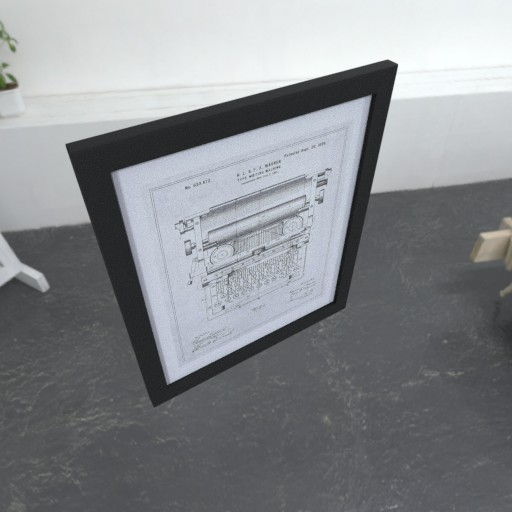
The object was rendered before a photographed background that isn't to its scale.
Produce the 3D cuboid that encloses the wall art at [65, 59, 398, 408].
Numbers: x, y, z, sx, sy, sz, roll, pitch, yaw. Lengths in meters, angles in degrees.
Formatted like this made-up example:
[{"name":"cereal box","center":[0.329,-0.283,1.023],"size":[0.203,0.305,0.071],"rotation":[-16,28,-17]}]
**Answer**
[{"name":"wall art","center":[0.000,0.000,0.690],"size":[0.432,0.508,0.021],"rotation":[-23,48,-22]}]
